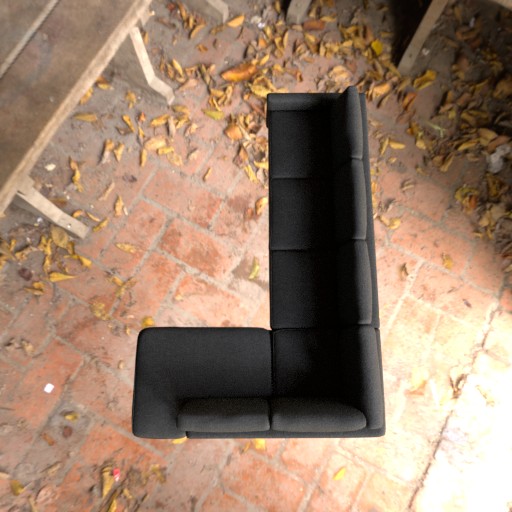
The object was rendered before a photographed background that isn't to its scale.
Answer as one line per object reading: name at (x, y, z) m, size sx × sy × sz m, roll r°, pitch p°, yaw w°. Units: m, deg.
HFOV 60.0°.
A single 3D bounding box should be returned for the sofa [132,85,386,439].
sofa at (0.000, 0.000, 3.848) m, size 1.984 × 0.858 × 2.972 m, roll 0°, pitch 77°, yaw 0°
